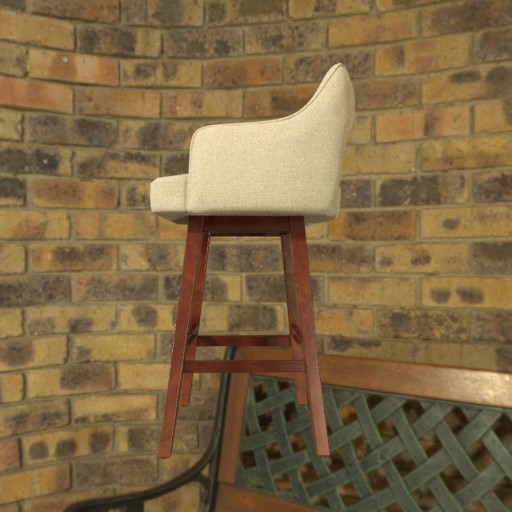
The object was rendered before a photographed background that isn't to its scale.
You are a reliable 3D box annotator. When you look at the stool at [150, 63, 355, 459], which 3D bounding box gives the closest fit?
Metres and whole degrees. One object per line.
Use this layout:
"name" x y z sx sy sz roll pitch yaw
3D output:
"stool" 0.000 0.000 1.352 0.560 1.041 0.550 0 0 -2
